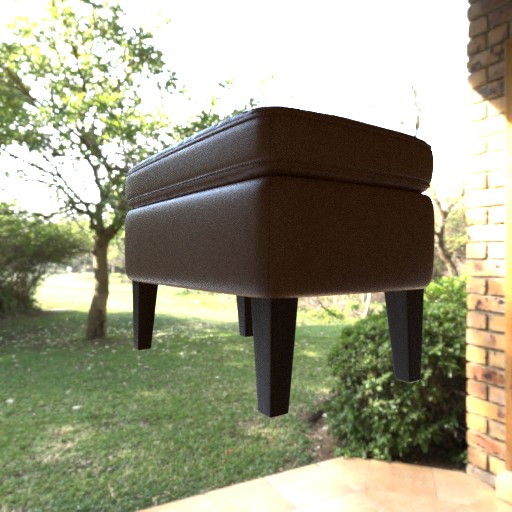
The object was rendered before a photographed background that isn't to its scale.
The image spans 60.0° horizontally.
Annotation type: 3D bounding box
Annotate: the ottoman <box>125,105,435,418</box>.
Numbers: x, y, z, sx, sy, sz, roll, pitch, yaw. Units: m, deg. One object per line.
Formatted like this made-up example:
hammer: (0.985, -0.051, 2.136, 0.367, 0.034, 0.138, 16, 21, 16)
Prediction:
ottoman: (0.000, 0.000, 0.988, 0.420, 0.480, 0.670, 0, 0, -34)
